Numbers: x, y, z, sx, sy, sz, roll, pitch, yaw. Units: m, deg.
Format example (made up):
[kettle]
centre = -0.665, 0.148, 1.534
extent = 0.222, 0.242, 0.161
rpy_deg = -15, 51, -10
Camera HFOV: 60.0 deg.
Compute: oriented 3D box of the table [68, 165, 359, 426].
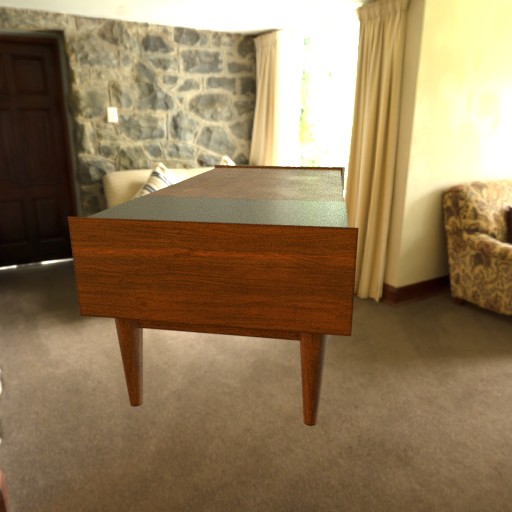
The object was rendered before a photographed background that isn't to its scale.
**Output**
[table]
centre = 0.000, 0.000, 1.551
extent = 0.610, 0.508, 1.221
rpy_deg = 3, 17, 9
